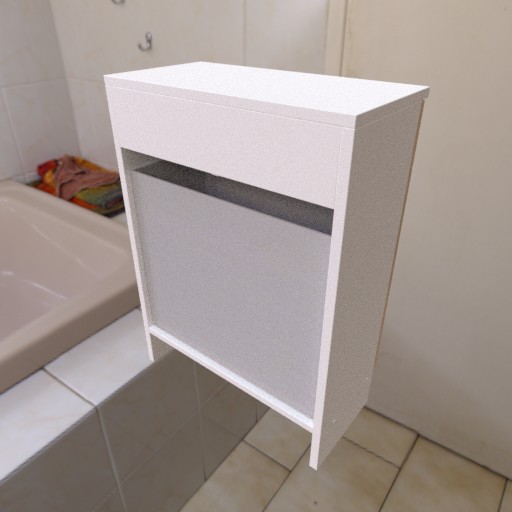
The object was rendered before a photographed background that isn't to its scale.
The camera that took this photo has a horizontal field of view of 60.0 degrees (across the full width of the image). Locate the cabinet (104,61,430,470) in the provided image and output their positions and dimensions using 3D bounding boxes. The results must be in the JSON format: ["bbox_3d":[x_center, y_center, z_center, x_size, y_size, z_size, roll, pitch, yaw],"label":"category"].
[{"bbox_3d":[0.000,0.000,1.094,0.600,0.815,0.296,22,37,32],"label":"cabinet"}]
